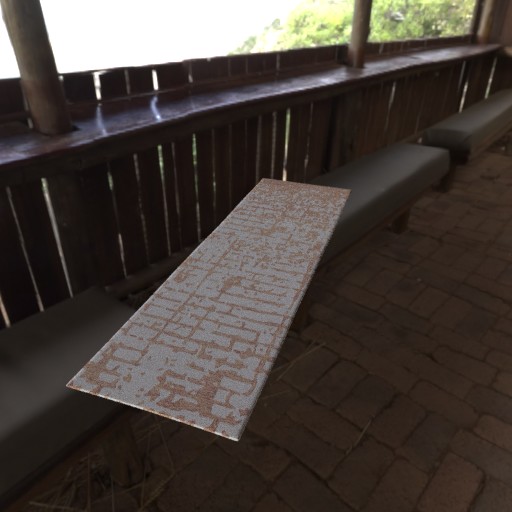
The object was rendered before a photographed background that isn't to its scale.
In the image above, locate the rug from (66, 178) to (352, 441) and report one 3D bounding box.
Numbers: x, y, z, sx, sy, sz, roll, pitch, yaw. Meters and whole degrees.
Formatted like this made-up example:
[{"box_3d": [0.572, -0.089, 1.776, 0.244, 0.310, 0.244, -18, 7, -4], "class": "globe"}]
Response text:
[{"box_3d": [0.000, 0.000, 2.660, 0.750, 0.011, 2.435, 11, 33, 17], "class": "rug"}]
